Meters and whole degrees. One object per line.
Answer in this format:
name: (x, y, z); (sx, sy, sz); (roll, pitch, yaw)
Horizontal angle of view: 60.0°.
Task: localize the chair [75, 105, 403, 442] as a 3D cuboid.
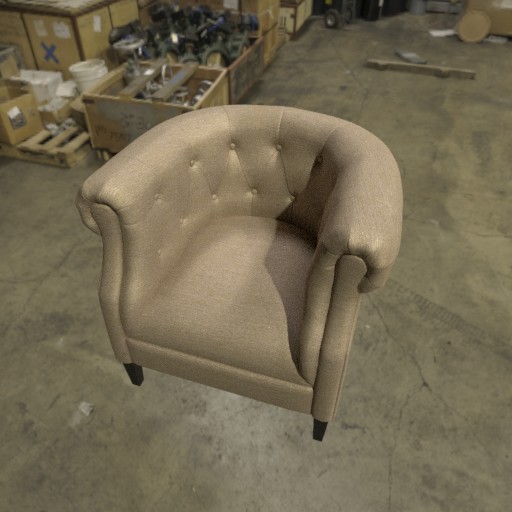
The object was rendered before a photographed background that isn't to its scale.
chair: (0.000, 0.000, 1.589); (0.905, 0.827, 0.852); (12, 42, 14)
